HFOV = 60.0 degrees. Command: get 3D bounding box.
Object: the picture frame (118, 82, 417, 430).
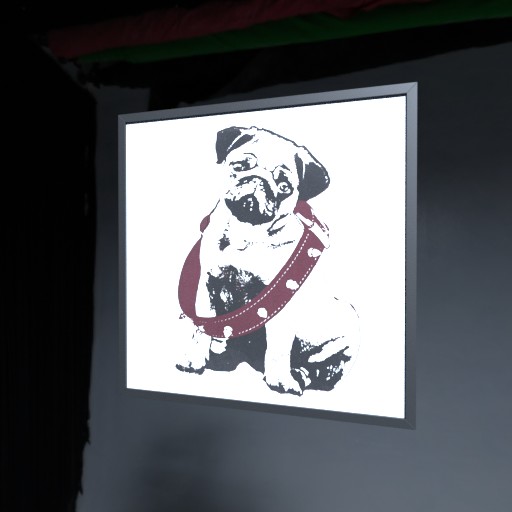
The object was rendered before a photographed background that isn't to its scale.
[{"bbox_3d":[0.000,0.000,0.467,0.317,0.317,0.030,0,1,18],"label":"picture frame"}]
